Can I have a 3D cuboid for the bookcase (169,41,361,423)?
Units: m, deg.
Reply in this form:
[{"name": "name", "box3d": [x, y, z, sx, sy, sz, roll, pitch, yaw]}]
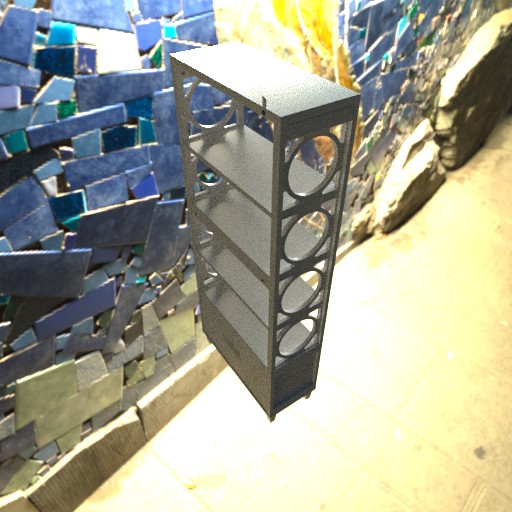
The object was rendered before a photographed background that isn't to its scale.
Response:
[{"name": "bookcase", "box3d": [0.000, 0.000, 2.218, 0.361, 1.869, 0.761, -24, 46, -25]}]
